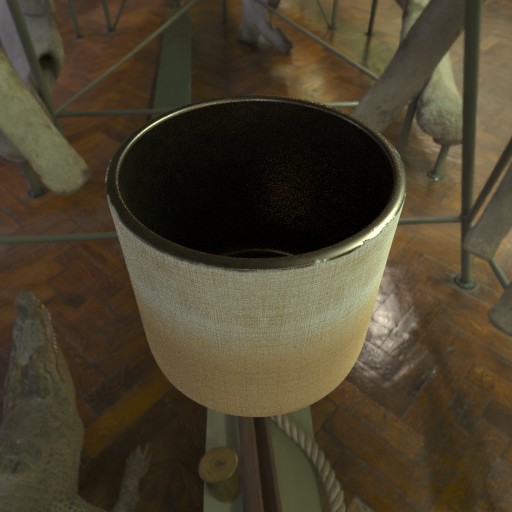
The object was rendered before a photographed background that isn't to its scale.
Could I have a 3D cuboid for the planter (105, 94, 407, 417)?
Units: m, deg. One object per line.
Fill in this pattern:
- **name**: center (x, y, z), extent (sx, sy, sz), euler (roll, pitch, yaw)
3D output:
- **planter**: center (0.000, 0.000, 0.396), extent (0.221, 0.201, 0.221), euler (0, 46, 0)
